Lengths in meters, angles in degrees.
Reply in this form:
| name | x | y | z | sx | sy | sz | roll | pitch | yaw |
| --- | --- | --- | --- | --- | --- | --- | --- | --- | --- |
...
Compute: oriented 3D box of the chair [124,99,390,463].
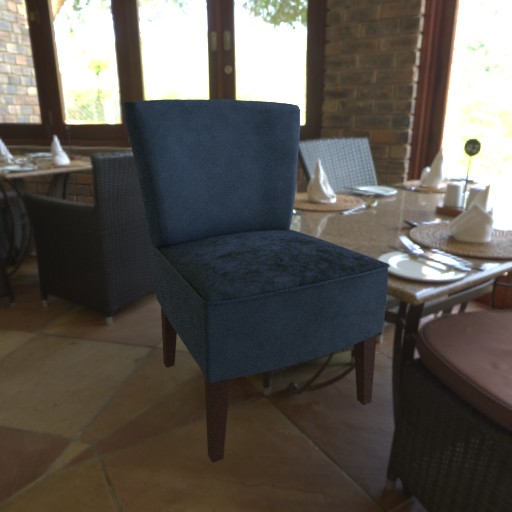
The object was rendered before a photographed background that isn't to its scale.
| name | x | y | z | sx | sy | sz | roll | pitch | yaw |
| --- | --- | --- | --- | --- | --- | --- | --- | --- | --- |
| chair | 0.000 | 0.000 | 1.189 | 0.521 | 0.806 | 0.551 | -9 | 20 | -27 |
